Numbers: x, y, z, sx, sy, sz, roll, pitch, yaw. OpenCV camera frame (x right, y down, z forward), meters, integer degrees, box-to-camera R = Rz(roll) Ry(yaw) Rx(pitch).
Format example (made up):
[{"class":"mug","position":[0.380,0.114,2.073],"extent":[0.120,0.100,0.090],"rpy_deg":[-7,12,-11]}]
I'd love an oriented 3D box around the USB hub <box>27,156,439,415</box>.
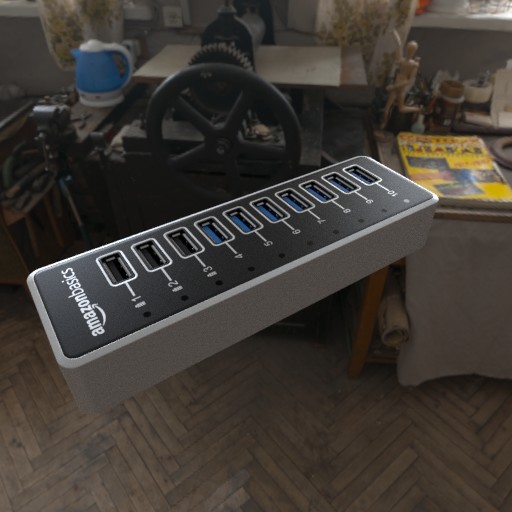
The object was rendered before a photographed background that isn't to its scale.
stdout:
[{"class":"USB hub","position":[0.000,0.000,0.162],"extent":[0.145,0.023,0.044],"rpy_deg":[-23,45,-25]}]
